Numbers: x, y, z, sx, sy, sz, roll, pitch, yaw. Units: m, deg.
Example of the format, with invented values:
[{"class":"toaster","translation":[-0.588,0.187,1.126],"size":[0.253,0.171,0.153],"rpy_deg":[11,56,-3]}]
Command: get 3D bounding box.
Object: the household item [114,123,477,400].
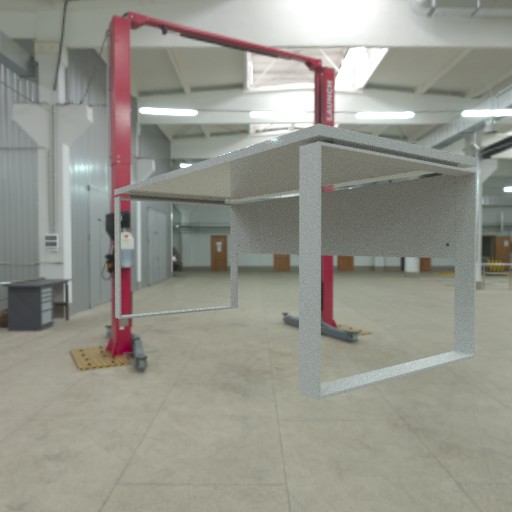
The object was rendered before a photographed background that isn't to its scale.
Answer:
[{"class":"household item","translation":[0.000,0.000,2.110],"size":[0.800,0.745,1.700],"rpy_deg":[-1,2,-35]}]
